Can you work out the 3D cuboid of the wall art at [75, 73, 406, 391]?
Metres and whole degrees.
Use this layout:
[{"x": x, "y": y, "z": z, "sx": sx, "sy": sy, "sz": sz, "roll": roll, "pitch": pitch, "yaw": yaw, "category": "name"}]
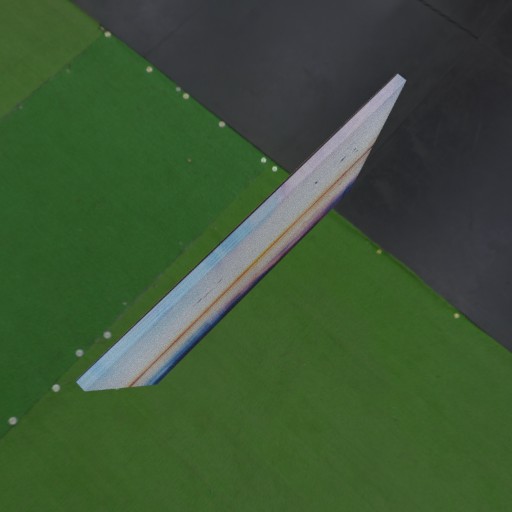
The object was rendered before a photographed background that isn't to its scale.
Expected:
[{"x": 0.000, "y": 0.000, "z": 1.471, "sx": 0.034, "sy": 0.756, "sz": 1.137, "roll": 43, "pitch": 79, "yaw": 10, "category": "wall art"}]
